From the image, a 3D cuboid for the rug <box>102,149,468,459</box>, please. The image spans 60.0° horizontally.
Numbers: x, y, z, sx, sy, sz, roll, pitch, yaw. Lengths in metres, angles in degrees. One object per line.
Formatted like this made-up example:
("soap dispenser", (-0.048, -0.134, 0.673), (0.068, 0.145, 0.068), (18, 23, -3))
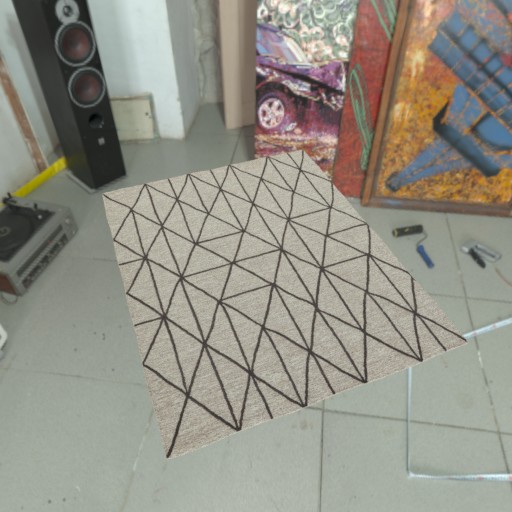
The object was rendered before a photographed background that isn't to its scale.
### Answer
("rug", (0.000, 0.000, 4.196), (2.468, 0.022, 3.061), (-16, 47, -15))
